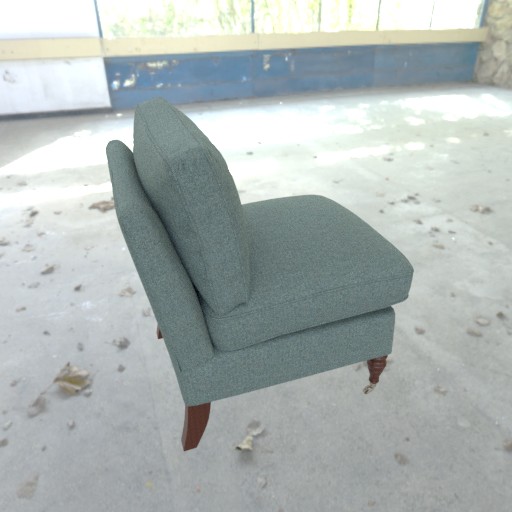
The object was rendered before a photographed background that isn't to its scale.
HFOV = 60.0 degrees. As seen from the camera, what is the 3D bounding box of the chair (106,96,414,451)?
[{"bbox_3d":[0.000,0.000,1.409,0.796,0.901,0.624,-10,31,-16],"label":"chair"}]
